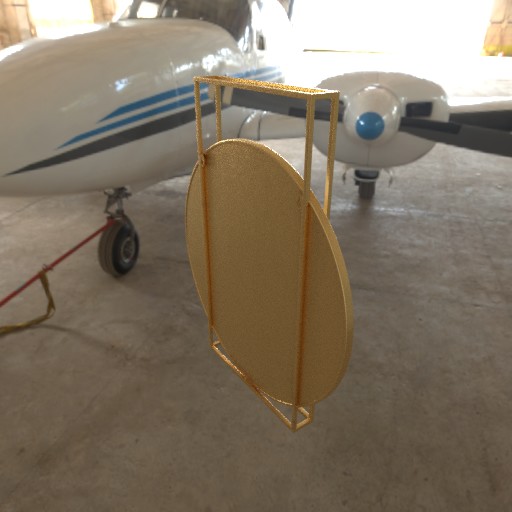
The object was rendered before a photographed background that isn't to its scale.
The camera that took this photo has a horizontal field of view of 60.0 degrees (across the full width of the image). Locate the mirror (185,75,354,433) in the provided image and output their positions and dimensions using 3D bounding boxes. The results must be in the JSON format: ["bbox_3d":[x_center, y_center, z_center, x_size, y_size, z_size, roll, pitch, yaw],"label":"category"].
[{"bbox_3d":[0.000,0.000,0.826,0.051,0.603,0.508,-18,32,-31],"label":"mirror"}]
